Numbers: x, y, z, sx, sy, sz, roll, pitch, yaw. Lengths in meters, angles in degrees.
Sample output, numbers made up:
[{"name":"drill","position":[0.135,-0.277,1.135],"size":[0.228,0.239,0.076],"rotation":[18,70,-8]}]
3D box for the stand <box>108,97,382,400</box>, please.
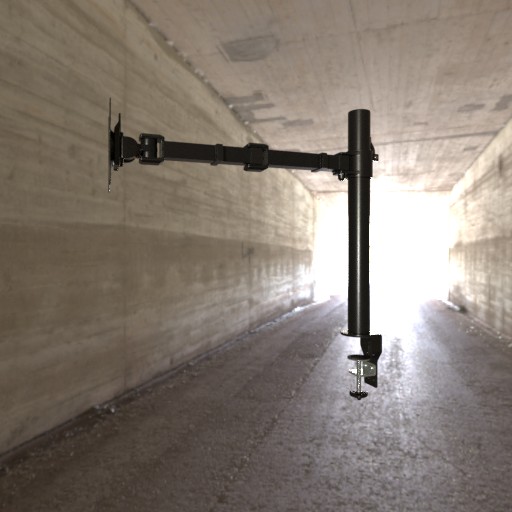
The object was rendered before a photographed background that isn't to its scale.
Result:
[{"name":"stand","position":[0.000,0.000,0.725],"size":[0.456,0.510,0.115],"rotation":[0,0,-19]}]
